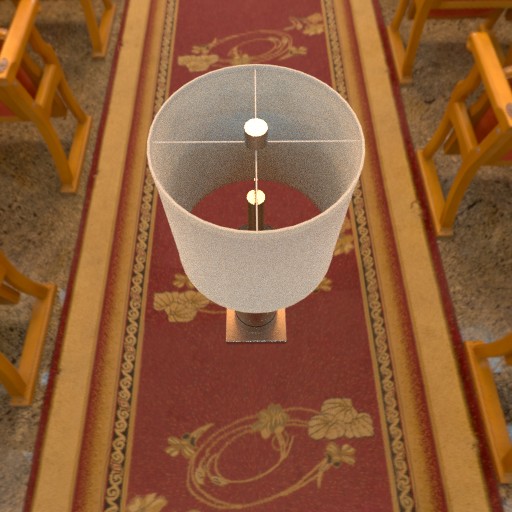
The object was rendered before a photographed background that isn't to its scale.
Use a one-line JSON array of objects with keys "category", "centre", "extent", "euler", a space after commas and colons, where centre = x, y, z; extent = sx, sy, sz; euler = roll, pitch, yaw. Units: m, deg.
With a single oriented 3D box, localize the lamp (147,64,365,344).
[{"category": "lamp", "centre": [0.000, 0.000, 0.625], "extent": [0.202, 0.509, 0.202], "euler": [0, 63, 0]}]
